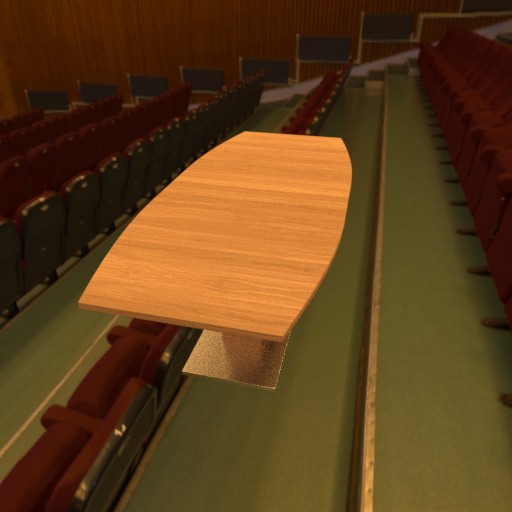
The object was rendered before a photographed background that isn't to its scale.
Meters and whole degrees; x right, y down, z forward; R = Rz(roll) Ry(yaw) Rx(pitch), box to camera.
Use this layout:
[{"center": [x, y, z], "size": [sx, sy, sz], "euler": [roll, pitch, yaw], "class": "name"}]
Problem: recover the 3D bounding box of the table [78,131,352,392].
[{"center": [0.000, 0.000, 2.384], "size": [0.900, 0.750, 2.032], "euler": [7, 32, 12], "class": "table"}]
